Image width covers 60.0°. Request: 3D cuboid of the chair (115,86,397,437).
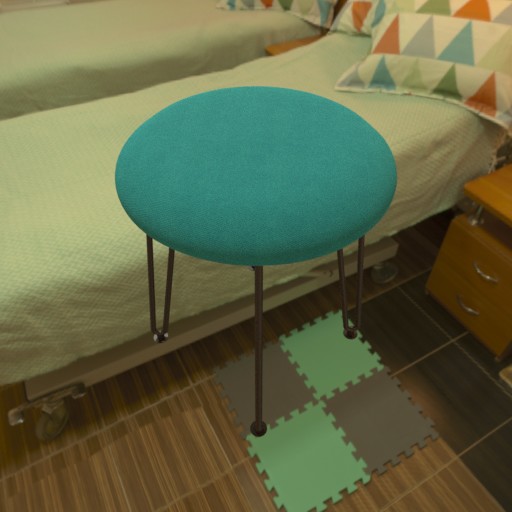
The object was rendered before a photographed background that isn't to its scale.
[{"bbox_3d":[0.000,0.000,0.686,0.350,0.430,0.350,24,50,22],"label":"chair"}]
